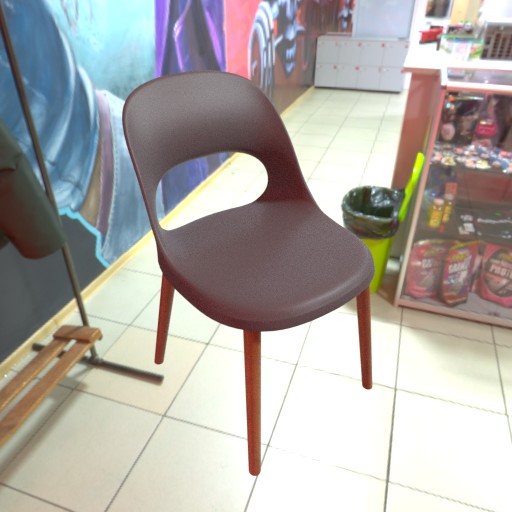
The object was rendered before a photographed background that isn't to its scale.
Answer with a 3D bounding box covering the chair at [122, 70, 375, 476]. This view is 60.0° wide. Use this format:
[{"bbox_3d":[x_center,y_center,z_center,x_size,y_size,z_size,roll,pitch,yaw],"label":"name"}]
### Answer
[{"bbox_3d":[0.000,0.000,1.113,0.470,0.795,0.556,-23,39,-32],"label":"chair"}]
